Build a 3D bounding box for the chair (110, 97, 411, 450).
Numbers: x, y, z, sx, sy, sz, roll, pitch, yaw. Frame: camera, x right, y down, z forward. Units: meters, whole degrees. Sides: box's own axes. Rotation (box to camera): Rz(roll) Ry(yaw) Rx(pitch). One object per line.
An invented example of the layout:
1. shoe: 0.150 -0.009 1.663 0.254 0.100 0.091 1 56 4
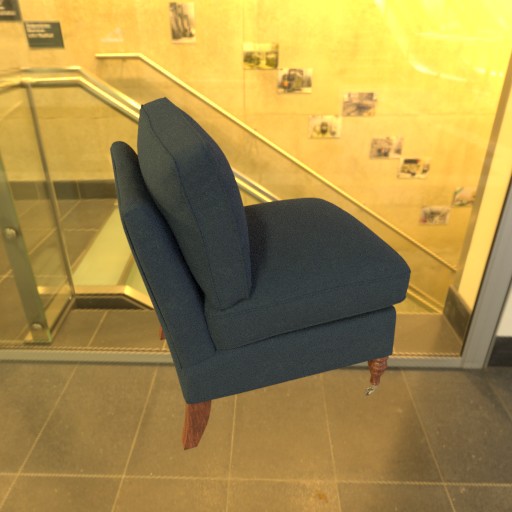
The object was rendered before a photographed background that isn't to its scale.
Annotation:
1. chair: 0.000 0.000 1.647 0.912 1.052 0.724 -9 30 -16
